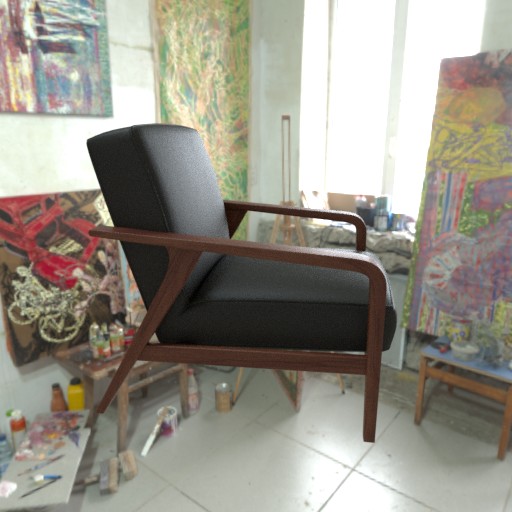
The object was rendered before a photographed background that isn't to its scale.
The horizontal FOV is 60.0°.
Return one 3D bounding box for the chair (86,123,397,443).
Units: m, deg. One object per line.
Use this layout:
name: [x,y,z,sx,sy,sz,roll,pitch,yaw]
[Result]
chair: [0.000,0.000,1.504,0.889,0.861,0.719,2,15,9]
